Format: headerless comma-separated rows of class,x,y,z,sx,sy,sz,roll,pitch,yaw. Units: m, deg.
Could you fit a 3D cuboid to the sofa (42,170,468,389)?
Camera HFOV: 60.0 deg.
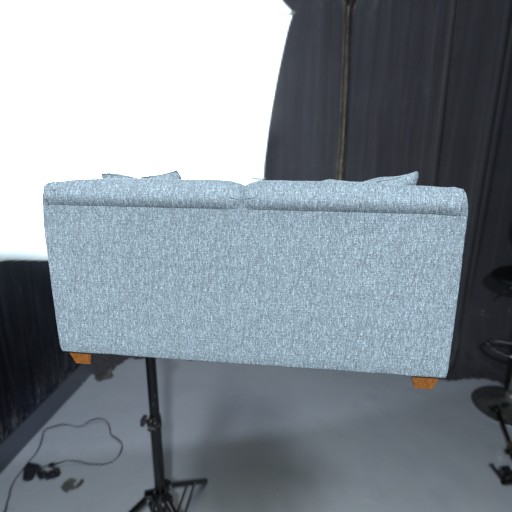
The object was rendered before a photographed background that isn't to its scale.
sofa,0.000,0.000,2.424,1.846,0.958,0.998,2,16,8
